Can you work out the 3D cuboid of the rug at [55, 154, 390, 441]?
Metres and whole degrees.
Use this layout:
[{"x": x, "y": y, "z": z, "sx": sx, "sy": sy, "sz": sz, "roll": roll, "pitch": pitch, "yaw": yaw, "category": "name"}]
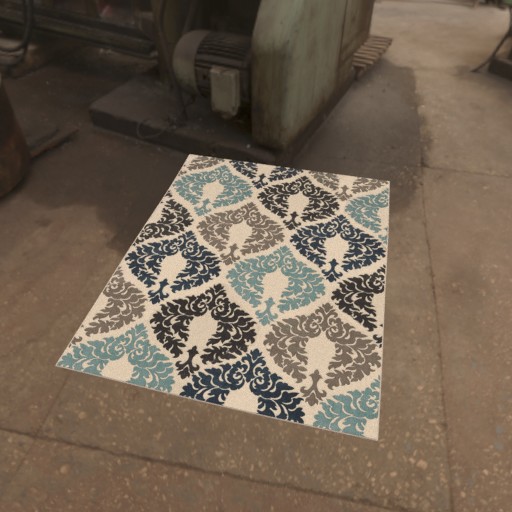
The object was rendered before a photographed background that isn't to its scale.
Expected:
[{"x": 0.000, "y": 0.000, "z": 4.203, "sx": 2.423, "sy": 0.014, "sz": 3.040, "roll": 10, "pitch": 46, "yaw": 9, "category": "rug"}]
